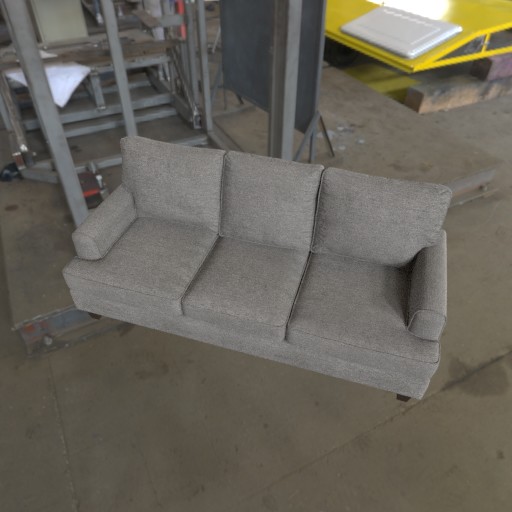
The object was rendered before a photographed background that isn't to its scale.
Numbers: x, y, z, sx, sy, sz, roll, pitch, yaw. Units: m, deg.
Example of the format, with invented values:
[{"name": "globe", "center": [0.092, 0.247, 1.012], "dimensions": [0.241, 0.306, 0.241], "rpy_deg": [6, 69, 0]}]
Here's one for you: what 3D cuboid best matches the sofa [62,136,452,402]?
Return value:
[{"name": "sofa", "center": [0.000, 0.000, 2.678], "dimensions": [2.158, 0.965, 0.951], "rpy_deg": [12, 43, 13]}]
